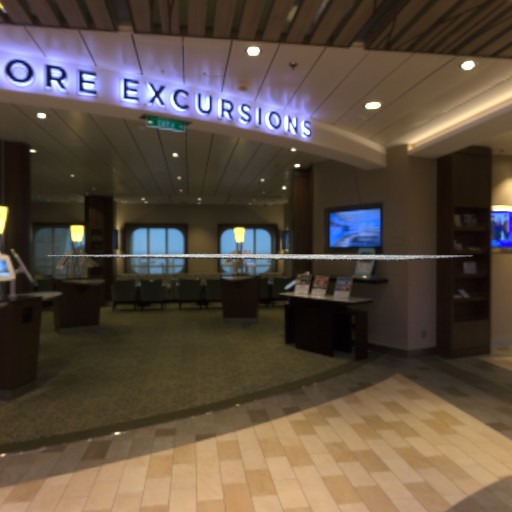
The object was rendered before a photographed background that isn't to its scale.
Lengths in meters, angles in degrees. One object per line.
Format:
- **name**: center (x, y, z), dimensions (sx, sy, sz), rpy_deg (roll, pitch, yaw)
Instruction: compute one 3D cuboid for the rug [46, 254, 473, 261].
- **rug**: center (0.000, 0.000, 2.274), dimensions (1.828, 0.005, 1.219), rpy_deg (0, 1, 35)
